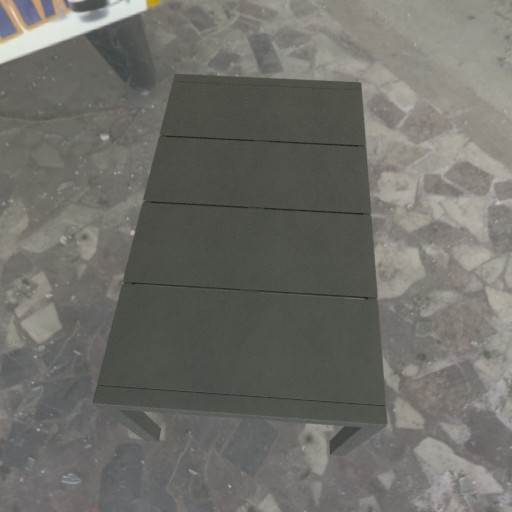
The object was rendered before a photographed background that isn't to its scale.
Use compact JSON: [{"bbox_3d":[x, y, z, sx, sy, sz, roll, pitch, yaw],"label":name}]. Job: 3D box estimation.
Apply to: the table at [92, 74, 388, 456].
[{"bbox_3d":[0.000,0.000,1.272,0.559,0.460,0.965,3,59,2],"label":"table"}]
